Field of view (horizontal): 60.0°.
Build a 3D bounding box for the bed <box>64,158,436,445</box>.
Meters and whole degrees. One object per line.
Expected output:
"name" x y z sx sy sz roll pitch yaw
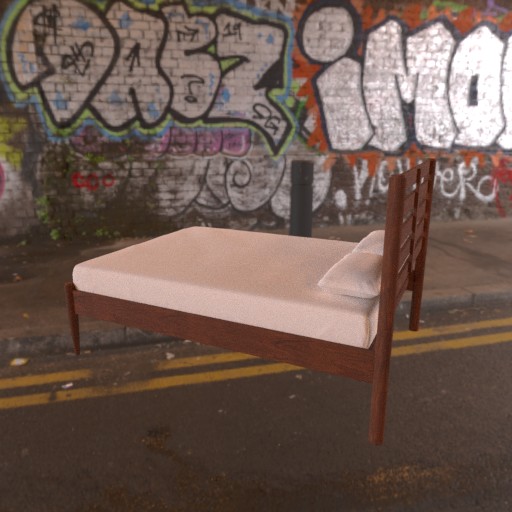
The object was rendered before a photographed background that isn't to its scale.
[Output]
"bed" 0.000 0.000 3.075 2.093 1.304 1.509 7 17 25
